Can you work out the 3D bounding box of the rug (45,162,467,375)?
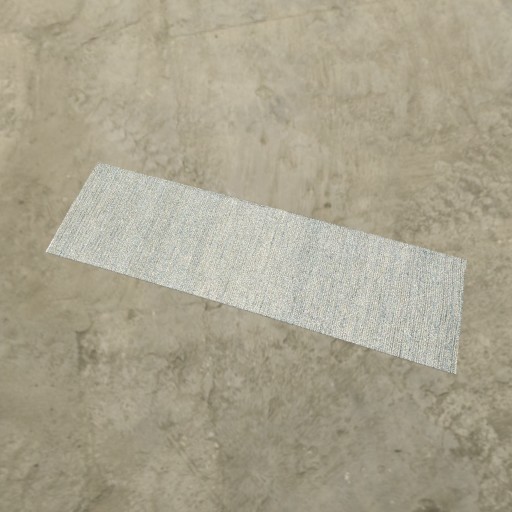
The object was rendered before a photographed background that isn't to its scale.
[{"bbox_3d":[0.000,0.000,2.540,2.341,0.037,0.675,16,65,8],"label":"rug"}]
